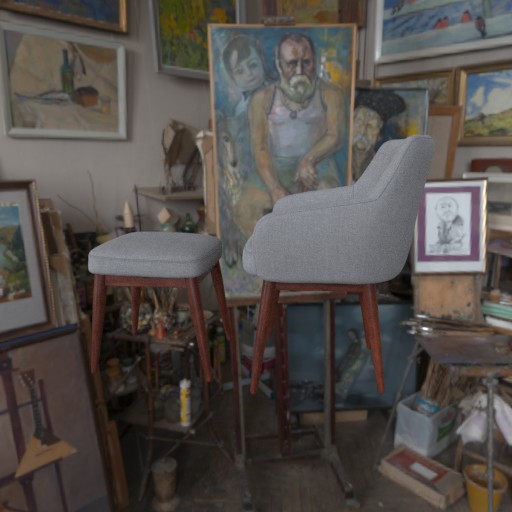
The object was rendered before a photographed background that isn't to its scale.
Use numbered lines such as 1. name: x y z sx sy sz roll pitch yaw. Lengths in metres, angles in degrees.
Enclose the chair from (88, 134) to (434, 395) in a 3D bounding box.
1. chair: 0.000 0.000 1.551 1.107 0.799 0.584 2 13 8
